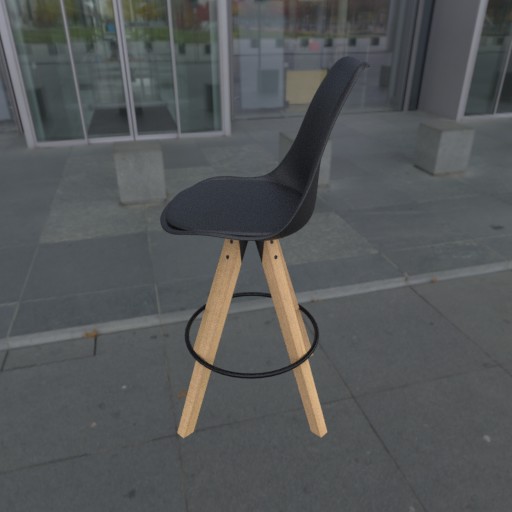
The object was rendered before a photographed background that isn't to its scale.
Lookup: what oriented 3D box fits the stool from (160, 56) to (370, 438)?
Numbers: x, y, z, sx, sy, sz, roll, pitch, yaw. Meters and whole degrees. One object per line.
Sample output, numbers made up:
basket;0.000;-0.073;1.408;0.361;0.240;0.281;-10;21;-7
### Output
stool;0.000;0.000;1.369;0.550;1.115;0.485;0;28;0
